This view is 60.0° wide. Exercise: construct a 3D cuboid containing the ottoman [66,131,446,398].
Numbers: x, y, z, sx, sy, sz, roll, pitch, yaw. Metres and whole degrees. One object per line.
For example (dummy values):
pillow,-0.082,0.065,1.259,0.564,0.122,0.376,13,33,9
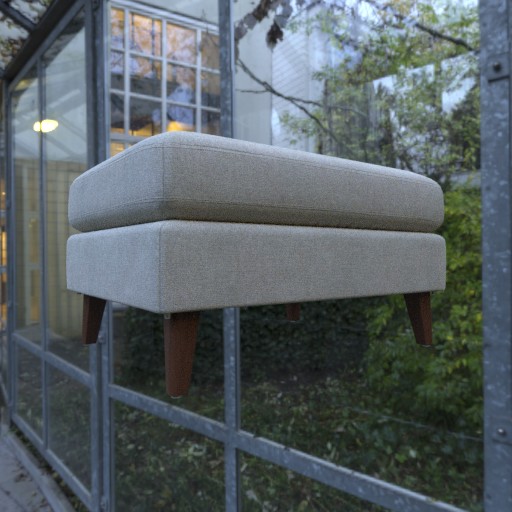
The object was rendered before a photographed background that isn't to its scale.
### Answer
ottoman,0.000,0.000,1.175,0.823,0.478,0.610,0,0,-36
